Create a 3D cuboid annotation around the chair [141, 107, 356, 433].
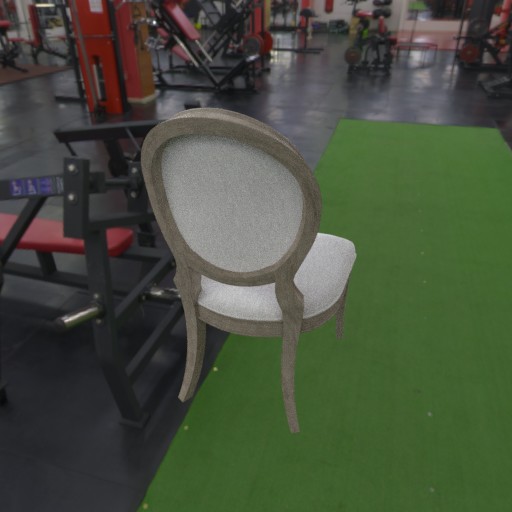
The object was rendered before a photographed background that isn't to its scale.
[{"bbox_3d":[0.000,0.000,1.354,0.558,0.990,0.602,10,33,16],"label":"chair"}]
